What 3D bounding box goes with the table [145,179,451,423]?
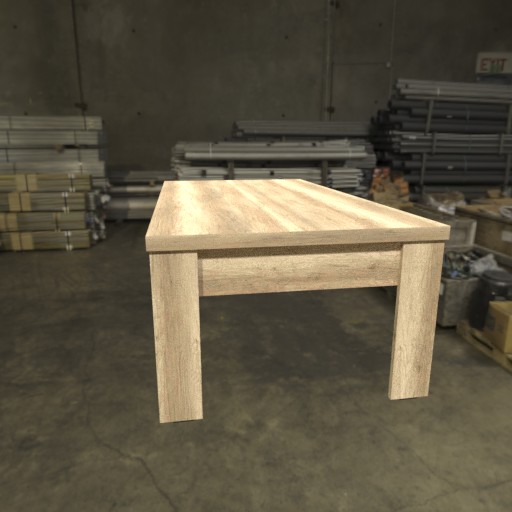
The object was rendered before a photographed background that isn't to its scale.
[{"bbox_3d":[0.000,0.000,1.687,0.700,0.460,1.350,-2,15,-9],"label":"table"}]
